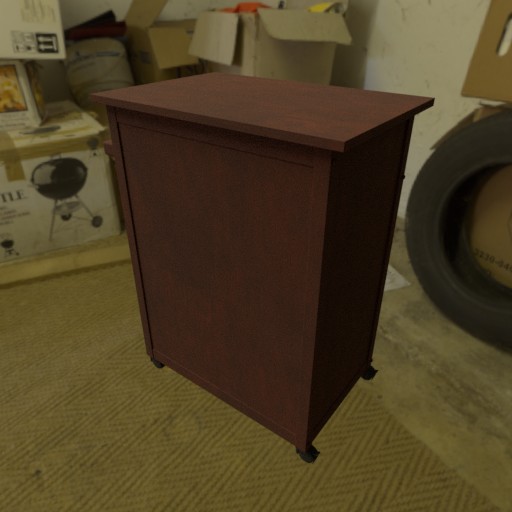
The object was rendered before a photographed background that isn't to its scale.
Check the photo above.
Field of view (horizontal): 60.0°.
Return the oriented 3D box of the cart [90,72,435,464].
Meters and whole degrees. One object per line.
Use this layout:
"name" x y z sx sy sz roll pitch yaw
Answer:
"cart" 0.000 0.000 1.247 0.683 0.864 0.442 21 36 31
